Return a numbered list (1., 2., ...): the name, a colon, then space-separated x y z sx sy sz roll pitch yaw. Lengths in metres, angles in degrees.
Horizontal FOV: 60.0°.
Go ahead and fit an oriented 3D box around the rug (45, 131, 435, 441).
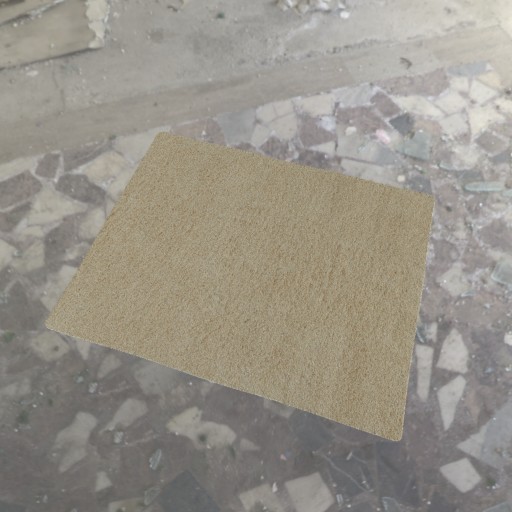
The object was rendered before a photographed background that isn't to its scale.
1. rug: 0.000 0.000 4.079 3.001 0.025 2.401 15 61 9
